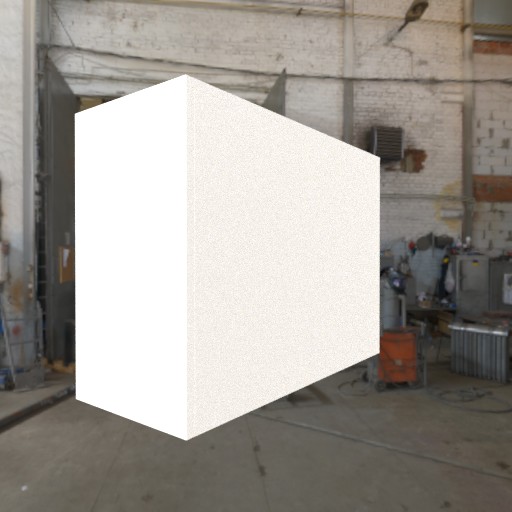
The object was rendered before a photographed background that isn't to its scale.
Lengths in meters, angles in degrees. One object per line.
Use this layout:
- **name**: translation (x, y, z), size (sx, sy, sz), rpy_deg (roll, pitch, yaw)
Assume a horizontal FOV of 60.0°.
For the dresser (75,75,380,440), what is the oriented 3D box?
- **dresser**: translation (0.000, 0.000, 1.568), size (0.460, 0.820, 1.100), rpy_deg (0, 1, 38)
